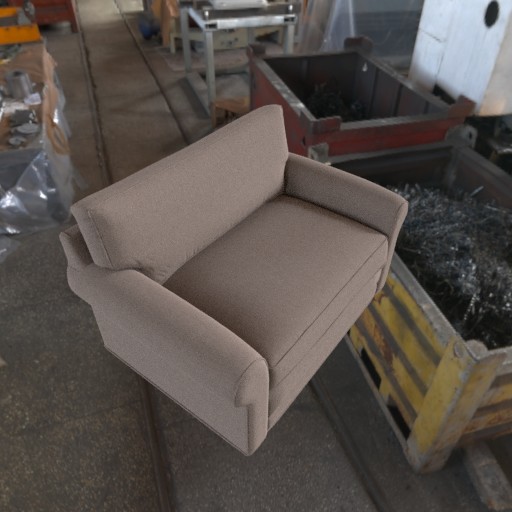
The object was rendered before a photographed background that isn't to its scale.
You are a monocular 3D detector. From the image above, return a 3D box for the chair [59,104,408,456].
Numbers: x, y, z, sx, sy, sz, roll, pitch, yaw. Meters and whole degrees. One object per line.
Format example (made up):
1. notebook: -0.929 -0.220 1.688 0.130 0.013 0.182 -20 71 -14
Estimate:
1. chair: 0.000 0.000 2.053 0.930 0.930 1.390 26 47 28
